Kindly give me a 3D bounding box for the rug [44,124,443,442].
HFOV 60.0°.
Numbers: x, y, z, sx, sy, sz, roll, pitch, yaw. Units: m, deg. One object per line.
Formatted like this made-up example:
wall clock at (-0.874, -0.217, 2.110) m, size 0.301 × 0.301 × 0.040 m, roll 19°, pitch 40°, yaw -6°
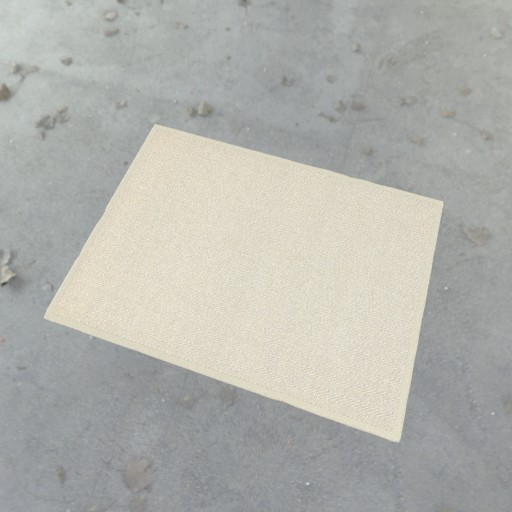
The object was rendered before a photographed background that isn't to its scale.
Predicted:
rug at (0.000, 0.000, 4.820) m, size 3.659 × 0.037 × 2.734 m, roll 17°, pitch 65°, yaw 8°
